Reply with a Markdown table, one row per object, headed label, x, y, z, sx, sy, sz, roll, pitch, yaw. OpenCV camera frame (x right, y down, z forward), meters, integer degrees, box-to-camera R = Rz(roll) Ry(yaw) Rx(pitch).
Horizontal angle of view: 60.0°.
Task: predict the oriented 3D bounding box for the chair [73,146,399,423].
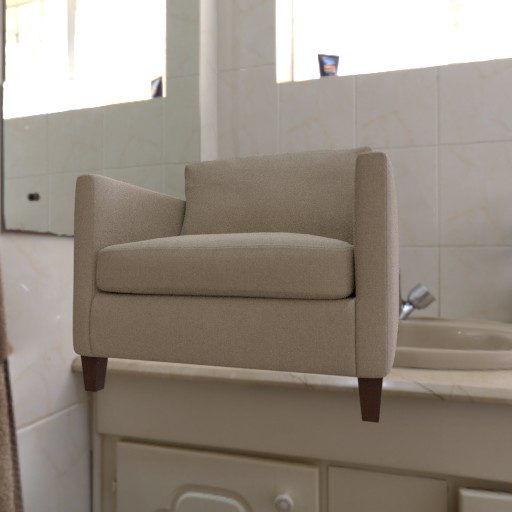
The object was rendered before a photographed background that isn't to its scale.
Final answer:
| label | x | y | z | sx | sy | sz | roll | pitch | yaw |
| --- | --- | --- | --- | --- | --- | --- | --- | --- | --- |
| chair | 0.000 | 0.000 | 1.814 | 1.107 | 0.961 | 0.959 | 0 | -1 | 18 |
